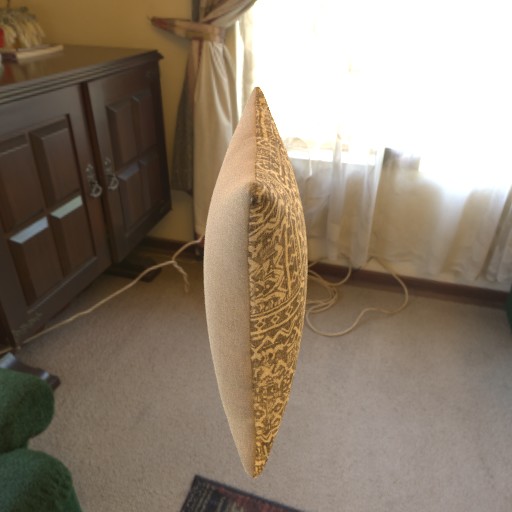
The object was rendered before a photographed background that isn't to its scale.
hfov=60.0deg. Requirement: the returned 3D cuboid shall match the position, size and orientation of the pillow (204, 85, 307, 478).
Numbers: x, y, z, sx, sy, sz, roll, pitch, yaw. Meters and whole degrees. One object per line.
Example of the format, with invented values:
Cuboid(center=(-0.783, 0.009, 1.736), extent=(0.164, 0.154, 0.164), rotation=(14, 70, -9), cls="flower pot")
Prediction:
Cuboid(center=(0.000, 0.000, 0.791), extent=(0.180, 0.487, 0.546), rotation=(0, 31, 1), cls="pillow")
